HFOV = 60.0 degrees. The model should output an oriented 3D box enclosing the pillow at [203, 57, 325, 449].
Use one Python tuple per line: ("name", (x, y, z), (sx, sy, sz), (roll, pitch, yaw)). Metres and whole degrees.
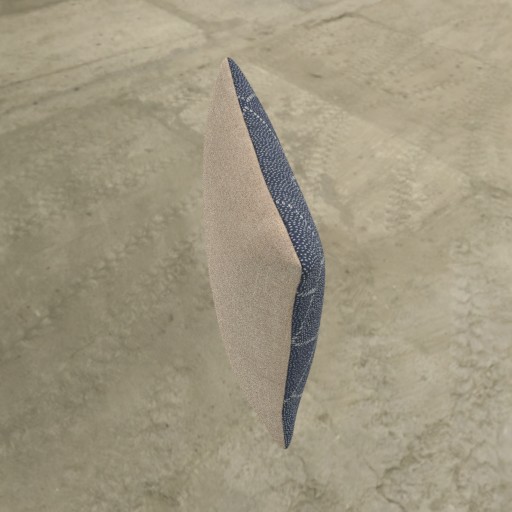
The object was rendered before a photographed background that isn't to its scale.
("pillow", (0.000, 0.000, 0.675), (0.148, 0.428, 0.435), (-8, 48, -8))
